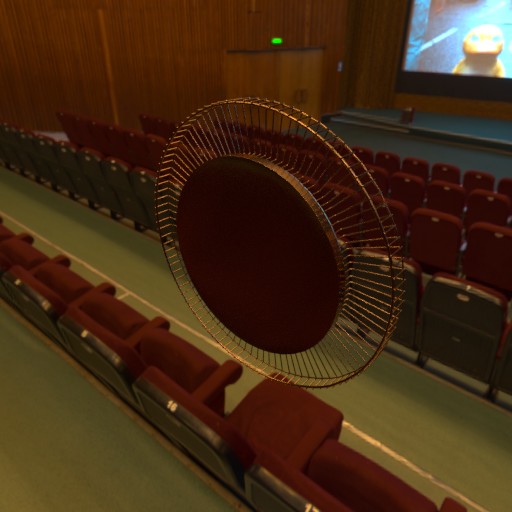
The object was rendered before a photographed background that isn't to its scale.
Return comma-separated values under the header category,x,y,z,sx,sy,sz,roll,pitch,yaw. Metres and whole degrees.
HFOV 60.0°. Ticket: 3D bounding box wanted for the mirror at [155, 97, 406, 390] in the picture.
category,x,y,z,sx,sy,sz,roll,pitch,yaw
mirror,0.000,0.000,1.045,0.703,0.703,0.067,22,36,34
